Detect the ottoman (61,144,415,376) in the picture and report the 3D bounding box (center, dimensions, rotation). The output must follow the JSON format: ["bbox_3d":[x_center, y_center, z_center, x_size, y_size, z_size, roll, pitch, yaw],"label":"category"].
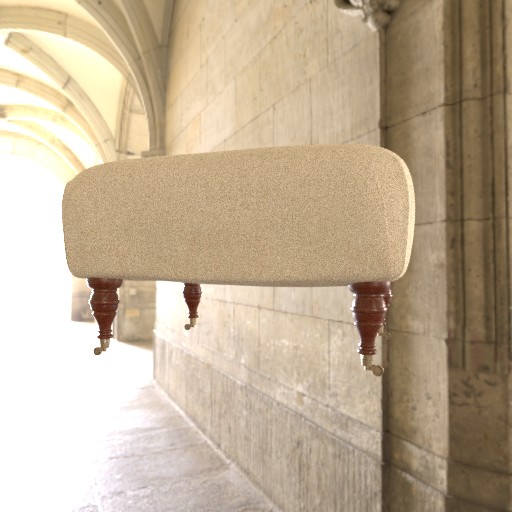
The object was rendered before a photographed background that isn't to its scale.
[{"bbox_3d":[0.000,0.000,1.114,0.747,0.450,0.622,-1,-2,18],"label":"ottoman"}]
